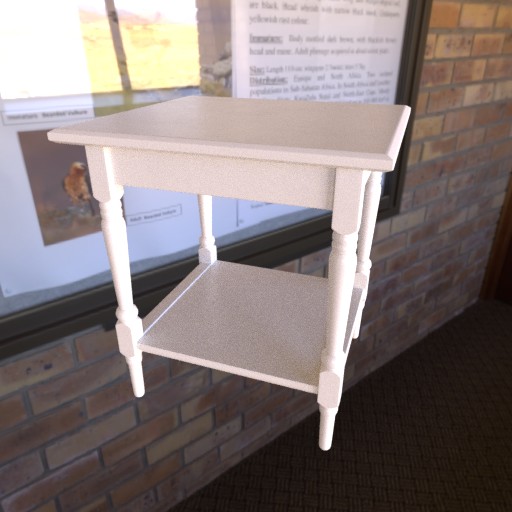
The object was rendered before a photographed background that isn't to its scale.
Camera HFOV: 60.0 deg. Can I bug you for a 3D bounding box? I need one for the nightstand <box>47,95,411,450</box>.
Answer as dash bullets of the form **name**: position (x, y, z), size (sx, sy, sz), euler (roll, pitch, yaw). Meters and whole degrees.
- **nightstand**: position (0.000, 0.000, 0.905), size (0.505, 0.555, 0.459), euler (9, 28, 18)
